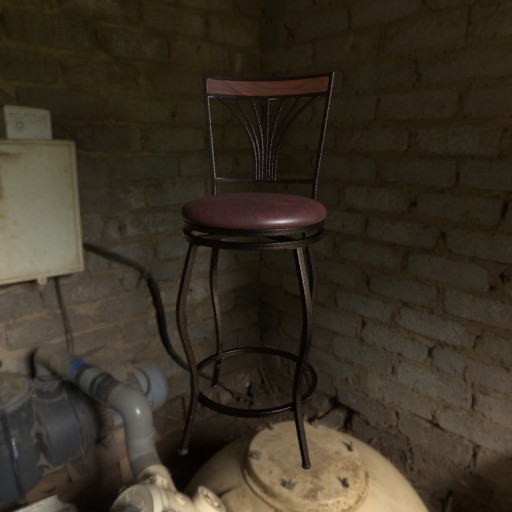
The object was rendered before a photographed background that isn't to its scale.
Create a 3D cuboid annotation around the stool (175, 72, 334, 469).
[{"bbox_3d":[0.000,0.000,1.380,0.433,1.117,0.514,2,15,9],"label":"stool"}]
